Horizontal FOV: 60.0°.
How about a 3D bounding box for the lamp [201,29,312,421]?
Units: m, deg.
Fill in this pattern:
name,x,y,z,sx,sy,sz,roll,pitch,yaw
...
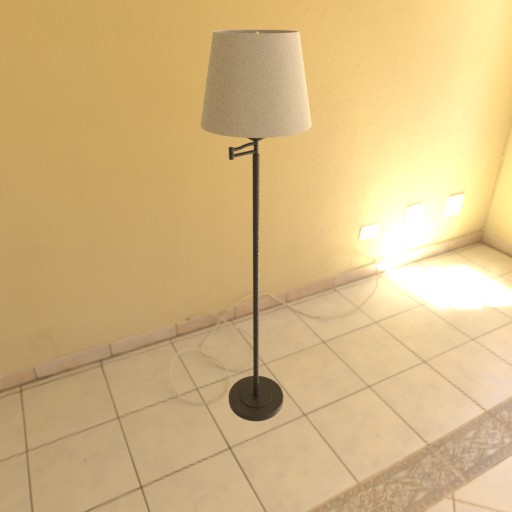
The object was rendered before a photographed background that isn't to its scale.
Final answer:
name,x,y,z,sx,sy,sz,roll,pitch,yaw
lamp,0.000,0.000,1.628,0.348,1.473,0.348,-21,35,-32
